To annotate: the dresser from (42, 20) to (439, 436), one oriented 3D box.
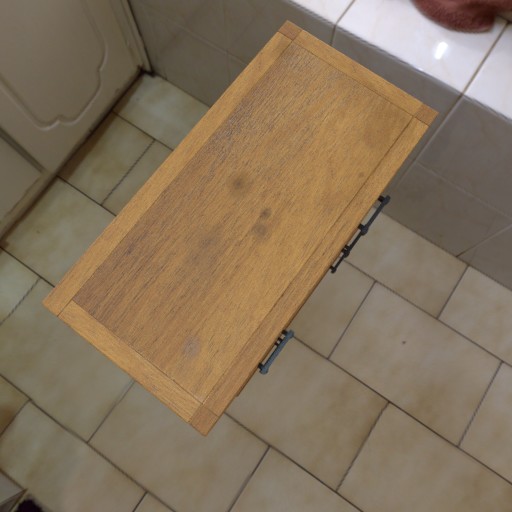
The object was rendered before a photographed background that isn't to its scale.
[{"bbox_3d":[0.000,0.000,1.278,0.427,0.804,0.804,36,78,9],"label":"dresser"}]
